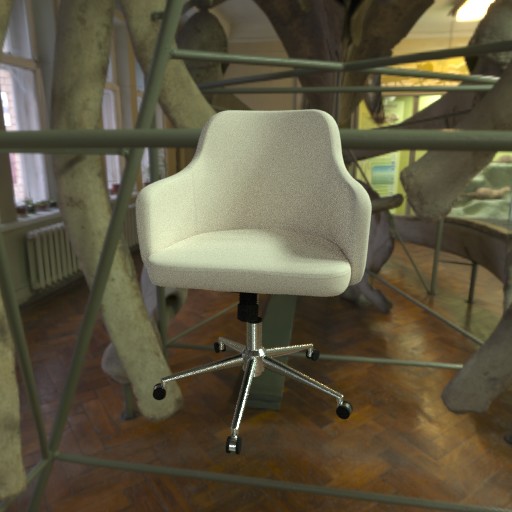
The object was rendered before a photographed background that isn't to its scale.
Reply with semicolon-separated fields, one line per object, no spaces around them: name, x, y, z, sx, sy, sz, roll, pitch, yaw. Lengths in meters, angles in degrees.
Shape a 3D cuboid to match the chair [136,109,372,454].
chair;0.000;0.000;1.255;0.602;0.819;0.647;3;15;10
